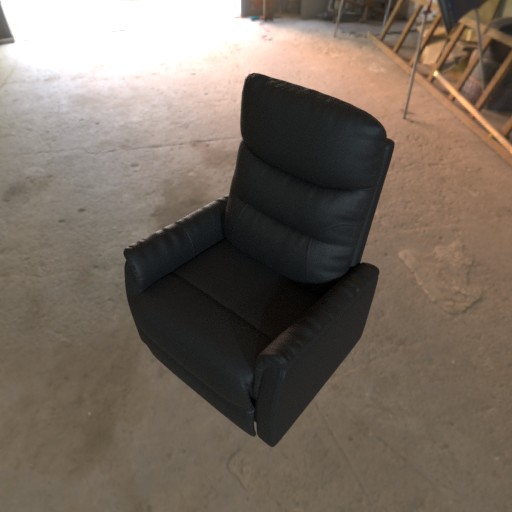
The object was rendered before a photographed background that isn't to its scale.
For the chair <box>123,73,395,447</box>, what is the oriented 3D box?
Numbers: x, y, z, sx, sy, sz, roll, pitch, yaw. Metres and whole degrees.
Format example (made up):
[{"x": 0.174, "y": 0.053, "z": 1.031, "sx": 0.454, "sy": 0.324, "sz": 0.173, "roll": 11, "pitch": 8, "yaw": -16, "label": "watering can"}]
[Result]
[{"x": 0.000, "y": 0.000, "z": 1.669, "sx": 0.775, "sy": 1.082, "sz": 0.831, "roll": 30, "pitch": 52, "yaw": 27, "label": "chair"}]
